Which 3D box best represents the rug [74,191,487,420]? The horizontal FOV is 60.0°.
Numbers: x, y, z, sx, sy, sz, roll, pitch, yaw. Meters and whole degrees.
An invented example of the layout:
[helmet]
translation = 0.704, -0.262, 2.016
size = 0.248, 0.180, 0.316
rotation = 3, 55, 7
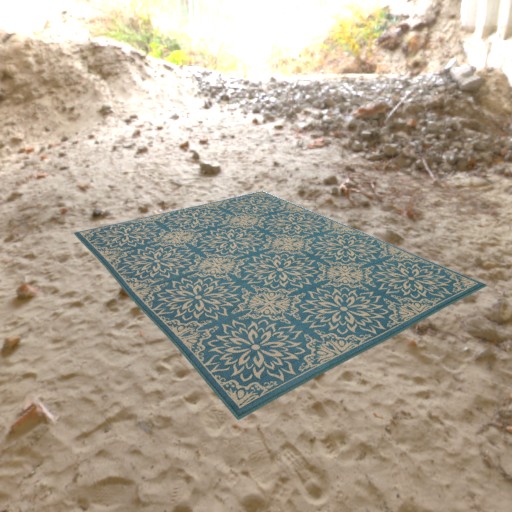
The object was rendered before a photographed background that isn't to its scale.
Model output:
[rug]
translation = 0.000, 0.000, 3.947
size = 2.350, 0.018, 2.964
rotation = -18, 31, -32
